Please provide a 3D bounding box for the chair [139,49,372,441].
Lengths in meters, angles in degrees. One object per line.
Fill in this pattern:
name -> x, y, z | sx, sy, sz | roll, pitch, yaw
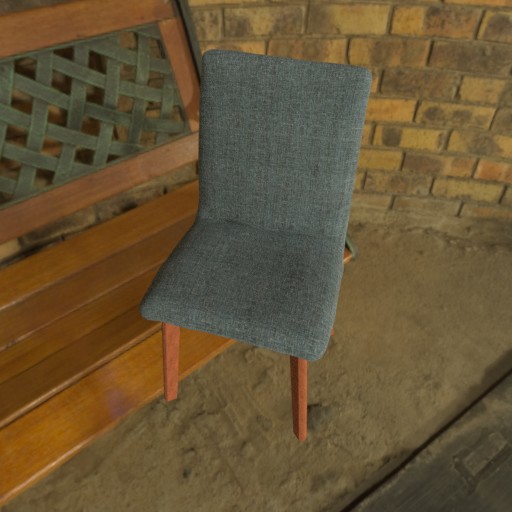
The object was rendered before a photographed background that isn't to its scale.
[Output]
chair -> 0.000, 0.000, 1.305 | 0.522, 0.974, 0.563 | 12, 44, 13
